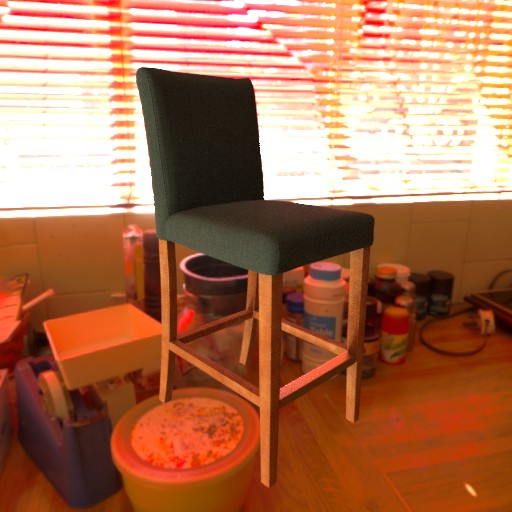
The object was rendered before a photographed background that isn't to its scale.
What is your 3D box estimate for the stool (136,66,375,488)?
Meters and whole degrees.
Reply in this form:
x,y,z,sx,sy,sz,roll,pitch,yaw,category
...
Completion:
x,y,z,sx,sy,sz,roll,pitch,yaw,category
0.000,0.000,1.359,0.454,1.088,0.574,-15,21,-42,stool
